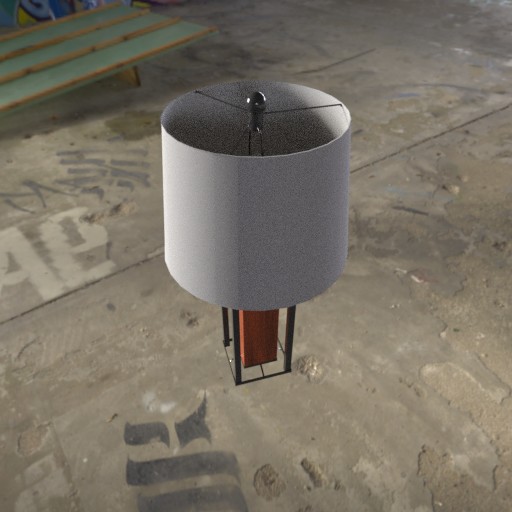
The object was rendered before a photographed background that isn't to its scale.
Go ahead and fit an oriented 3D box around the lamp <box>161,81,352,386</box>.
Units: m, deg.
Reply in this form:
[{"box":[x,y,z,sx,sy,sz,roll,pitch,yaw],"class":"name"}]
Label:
[{"box":[0.000,0.000,0.801,0.320,0.591,0.320,0,40,0],"class":"lamp"}]
